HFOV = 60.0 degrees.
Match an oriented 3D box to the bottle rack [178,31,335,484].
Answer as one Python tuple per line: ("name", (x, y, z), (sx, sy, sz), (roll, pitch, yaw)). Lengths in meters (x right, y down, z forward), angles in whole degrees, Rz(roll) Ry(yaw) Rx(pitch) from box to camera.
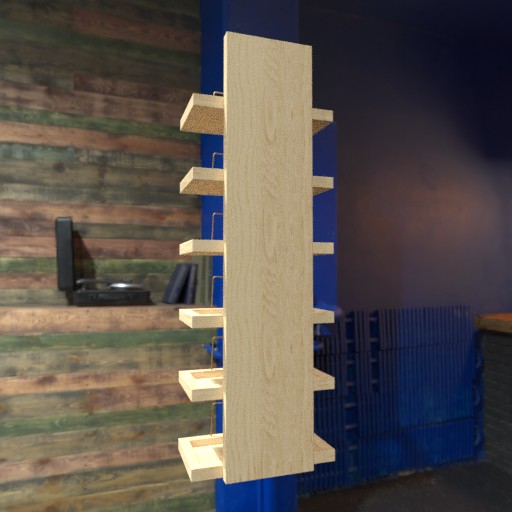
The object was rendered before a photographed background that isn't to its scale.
("bottle rack", (0.000, 0.000, 1.051), (0.330, 0.943, 0.206), (1, -2, -18))
